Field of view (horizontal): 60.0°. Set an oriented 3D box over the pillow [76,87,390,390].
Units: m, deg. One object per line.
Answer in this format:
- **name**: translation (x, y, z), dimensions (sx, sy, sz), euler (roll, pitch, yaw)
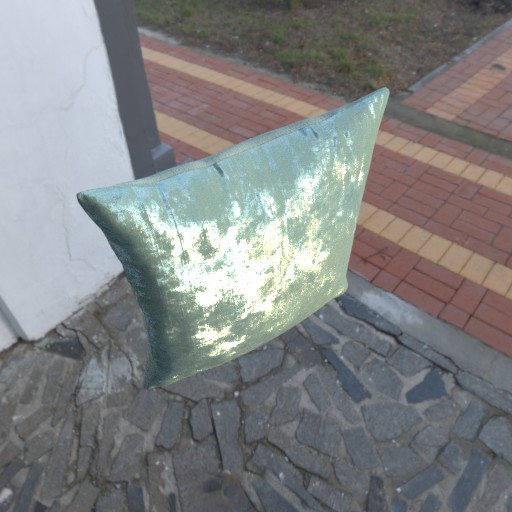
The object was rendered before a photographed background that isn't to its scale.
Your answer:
- **pillow**: translation (0.000, 0.000, 0.728), dimensions (0.470, 0.464, 0.175), euler (-25, 51, -22)
